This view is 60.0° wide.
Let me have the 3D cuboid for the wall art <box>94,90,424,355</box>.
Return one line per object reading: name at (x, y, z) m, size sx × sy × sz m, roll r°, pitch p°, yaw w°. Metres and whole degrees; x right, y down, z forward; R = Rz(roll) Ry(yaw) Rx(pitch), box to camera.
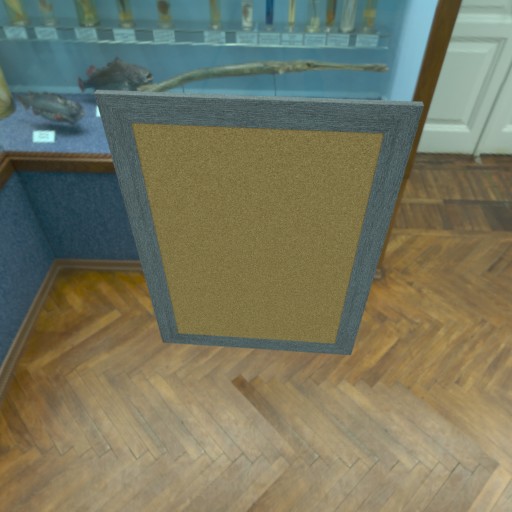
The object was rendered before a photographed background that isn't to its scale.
wall art at (0.000, 0.000, 1.423) m, size 0.768 × 1.070 × 0.020 m, roll 3°, pitch 46°, yaw 3°
